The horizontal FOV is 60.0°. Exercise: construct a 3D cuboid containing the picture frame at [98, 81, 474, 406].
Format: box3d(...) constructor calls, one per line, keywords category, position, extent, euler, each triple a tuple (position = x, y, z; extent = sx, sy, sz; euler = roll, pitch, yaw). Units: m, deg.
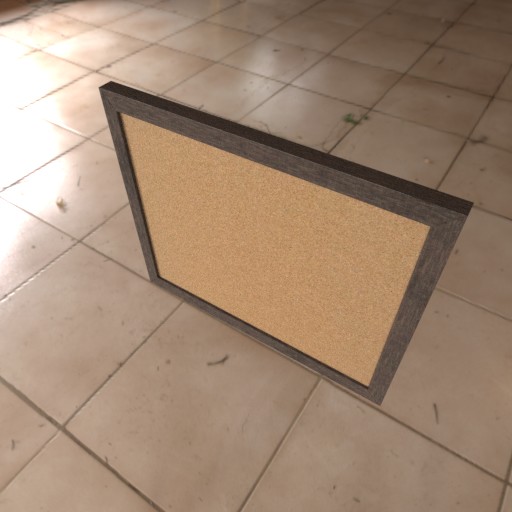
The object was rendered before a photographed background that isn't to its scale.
box3d(category="picture frame", position=(0.000, 0.000, 0.741), extent=(0.546, 0.455, 0.026), euler=(25, 51, 22))
